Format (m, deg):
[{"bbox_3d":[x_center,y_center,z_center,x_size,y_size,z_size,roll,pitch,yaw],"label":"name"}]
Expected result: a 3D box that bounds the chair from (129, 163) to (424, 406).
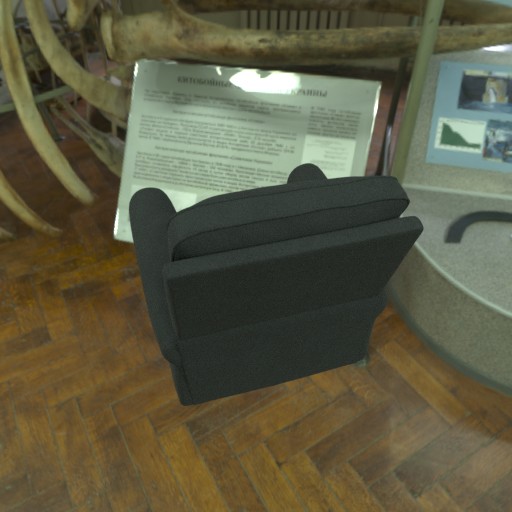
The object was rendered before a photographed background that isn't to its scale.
[{"bbox_3d":[0.000,0.000,1.703,0.890,0.961,0.878,-11,42,-12],"label":"chair"}]
